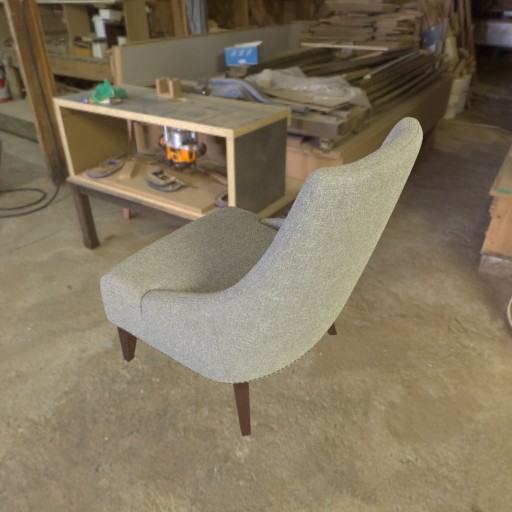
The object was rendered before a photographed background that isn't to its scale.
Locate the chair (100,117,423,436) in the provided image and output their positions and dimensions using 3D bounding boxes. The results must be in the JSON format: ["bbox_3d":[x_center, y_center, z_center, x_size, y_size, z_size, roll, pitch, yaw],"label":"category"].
[{"bbox_3d":[0.000,0.000,1.468,0.861,0.909,0.701,21,38,30],"label":"chair"}]
